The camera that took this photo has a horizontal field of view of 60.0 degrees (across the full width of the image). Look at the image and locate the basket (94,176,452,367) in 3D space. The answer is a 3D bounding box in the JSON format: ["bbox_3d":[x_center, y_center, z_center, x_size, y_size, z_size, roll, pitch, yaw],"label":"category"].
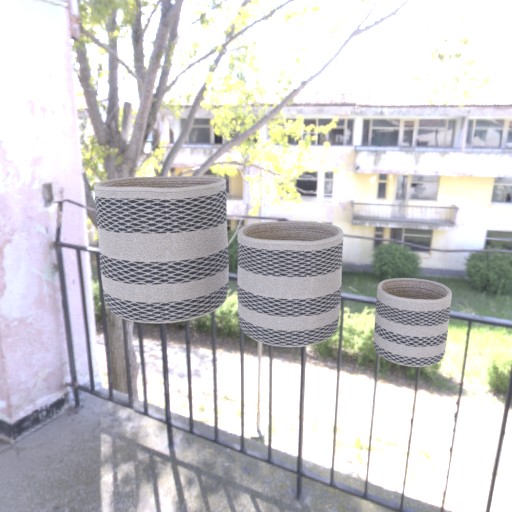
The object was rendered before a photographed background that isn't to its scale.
[{"bbox_3d":[0.000,0.000,1.115,0.917,0.356,0.351,8,17,26],"label":"basket"}]
